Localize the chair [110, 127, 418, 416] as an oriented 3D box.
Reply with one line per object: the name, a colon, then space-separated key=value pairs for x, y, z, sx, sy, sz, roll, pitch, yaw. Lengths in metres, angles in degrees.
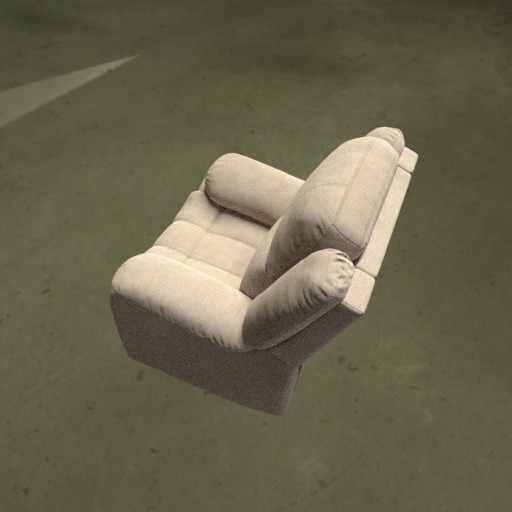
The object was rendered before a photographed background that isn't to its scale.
chair: x=0.000 y=0.000 z=1.748 sx=0.944 sy=1.008 sz=0.899 roll=18 pitch=48 yaw=17
